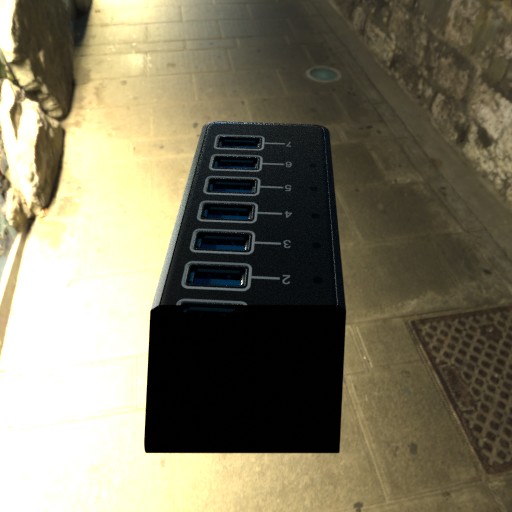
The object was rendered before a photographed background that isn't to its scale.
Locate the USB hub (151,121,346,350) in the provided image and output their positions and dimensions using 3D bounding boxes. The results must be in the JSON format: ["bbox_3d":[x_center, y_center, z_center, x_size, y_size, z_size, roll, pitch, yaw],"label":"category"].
[{"bbox_3d":[0.000,0.000,0.126,0.044,0.023,0.110,3,47,3],"label":"USB hub"}]
